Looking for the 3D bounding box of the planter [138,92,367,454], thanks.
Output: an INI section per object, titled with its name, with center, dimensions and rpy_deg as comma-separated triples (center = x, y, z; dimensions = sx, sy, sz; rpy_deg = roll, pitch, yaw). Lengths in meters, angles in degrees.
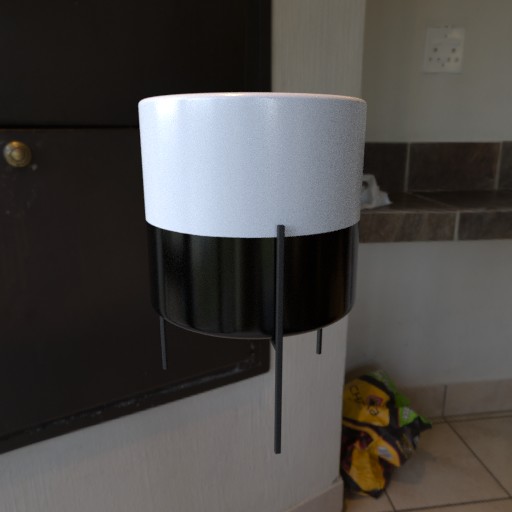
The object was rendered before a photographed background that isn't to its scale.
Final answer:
[planter]
center = 0.000, 0.000, 0.655
dimensions = 0.310, 0.432, 0.310
rpy_deg = -8, 17, -25
